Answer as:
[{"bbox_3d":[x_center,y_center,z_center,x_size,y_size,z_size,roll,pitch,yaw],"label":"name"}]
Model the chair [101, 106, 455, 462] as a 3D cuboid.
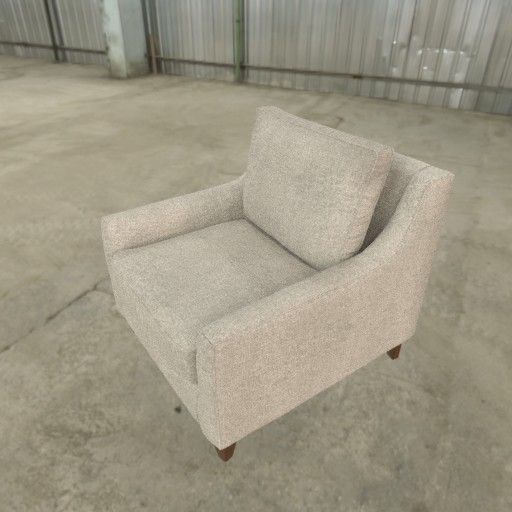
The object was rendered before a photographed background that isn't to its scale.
[{"bbox_3d":[0.000,0.000,1.585,0.918,0.864,0.838,-21,38,-29],"label":"chair"}]
